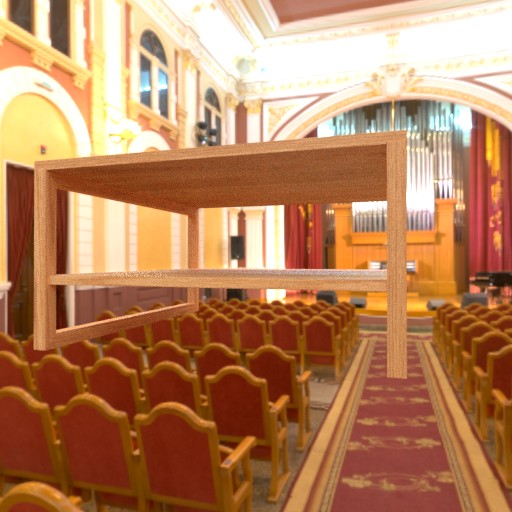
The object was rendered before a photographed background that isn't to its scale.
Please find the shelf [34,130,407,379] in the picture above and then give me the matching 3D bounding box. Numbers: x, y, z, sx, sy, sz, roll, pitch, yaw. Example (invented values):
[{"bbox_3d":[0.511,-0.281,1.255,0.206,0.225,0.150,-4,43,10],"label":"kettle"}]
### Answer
[{"bbox_3d":[0.000,0.000,1.417,0.899,0.480,0.899,0,0,18],"label":"shelf"}]
